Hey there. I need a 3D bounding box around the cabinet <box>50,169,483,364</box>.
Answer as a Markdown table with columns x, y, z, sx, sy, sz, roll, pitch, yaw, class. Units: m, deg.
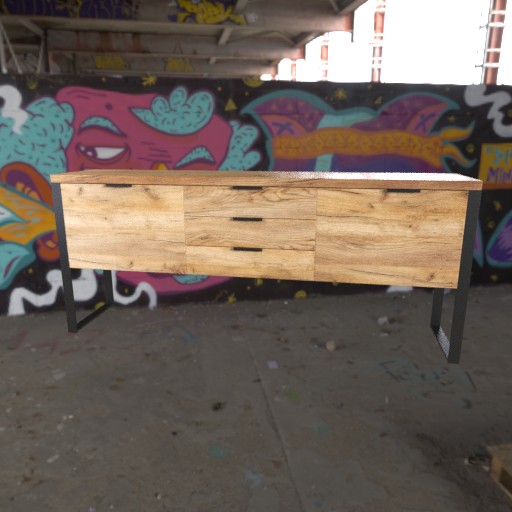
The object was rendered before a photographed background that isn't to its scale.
| x | y | z | sx | sy | sz | roll | pitch | yaw | class |
| --- | --- | --- | --- | --- | --- | --- | --- | --- | --- |
| 0.000 | 0.000 | 2.094 | 1.800 | 0.762 | 0.395 | 3 | 15 | 10 | cabinet |
